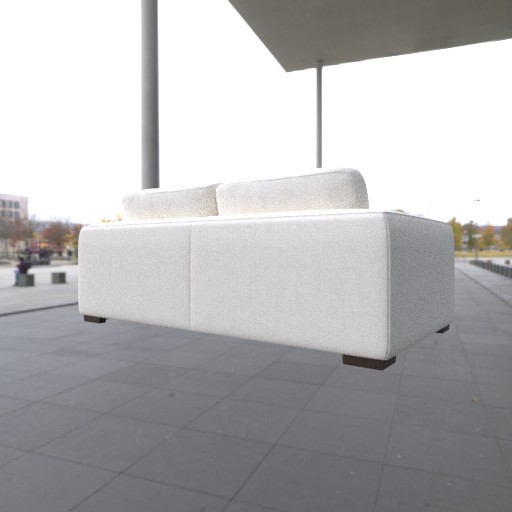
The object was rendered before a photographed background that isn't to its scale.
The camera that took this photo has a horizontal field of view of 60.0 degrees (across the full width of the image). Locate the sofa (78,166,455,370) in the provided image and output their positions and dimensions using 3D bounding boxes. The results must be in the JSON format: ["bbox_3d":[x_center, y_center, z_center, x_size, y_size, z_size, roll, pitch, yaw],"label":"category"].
[{"bbox_3d":[0.000,0.000,2.526,1.920,0.801,1.069,1,1,36],"label":"sofa"}]
